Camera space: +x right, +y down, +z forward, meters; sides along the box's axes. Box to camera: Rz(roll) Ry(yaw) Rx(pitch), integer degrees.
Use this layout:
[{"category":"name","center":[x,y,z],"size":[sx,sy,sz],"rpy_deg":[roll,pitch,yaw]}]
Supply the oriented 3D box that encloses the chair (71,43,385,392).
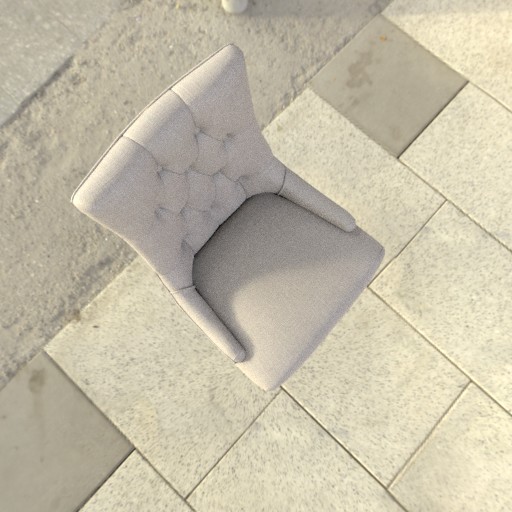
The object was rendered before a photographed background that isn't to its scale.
[{"category":"chair","center":[0.000,0.000,1.206],"size":[0.565,0.874,0.509],"rpy_deg":[40,80,9]}]
